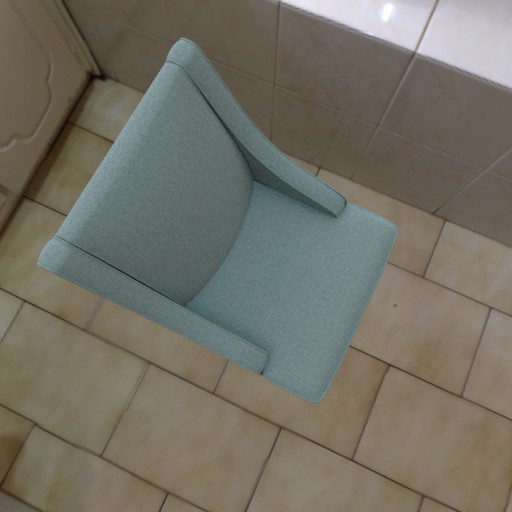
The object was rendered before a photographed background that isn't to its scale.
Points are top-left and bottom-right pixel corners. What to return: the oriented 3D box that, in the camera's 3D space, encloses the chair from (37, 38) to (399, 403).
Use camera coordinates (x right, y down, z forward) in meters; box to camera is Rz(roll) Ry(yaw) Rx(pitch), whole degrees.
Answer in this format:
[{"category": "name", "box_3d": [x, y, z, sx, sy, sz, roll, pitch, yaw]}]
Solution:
[{"category": "chair", "box_3d": [0.000, 0.000, 1.847, 1.025, 1.133, 0.857, 27, 79, 6]}]
